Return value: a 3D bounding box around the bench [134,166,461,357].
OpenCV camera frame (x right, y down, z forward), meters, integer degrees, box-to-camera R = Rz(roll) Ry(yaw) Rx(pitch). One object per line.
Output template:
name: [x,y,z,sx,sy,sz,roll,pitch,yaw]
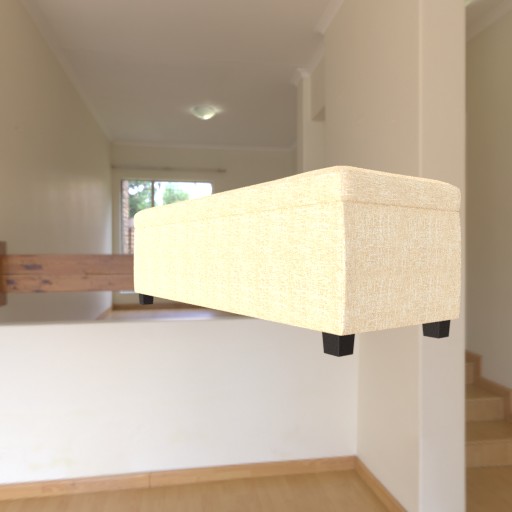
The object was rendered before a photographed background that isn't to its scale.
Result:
bench: [0.000,0.000,1.493,0.432,0.406,1.219,0,0,-35]
